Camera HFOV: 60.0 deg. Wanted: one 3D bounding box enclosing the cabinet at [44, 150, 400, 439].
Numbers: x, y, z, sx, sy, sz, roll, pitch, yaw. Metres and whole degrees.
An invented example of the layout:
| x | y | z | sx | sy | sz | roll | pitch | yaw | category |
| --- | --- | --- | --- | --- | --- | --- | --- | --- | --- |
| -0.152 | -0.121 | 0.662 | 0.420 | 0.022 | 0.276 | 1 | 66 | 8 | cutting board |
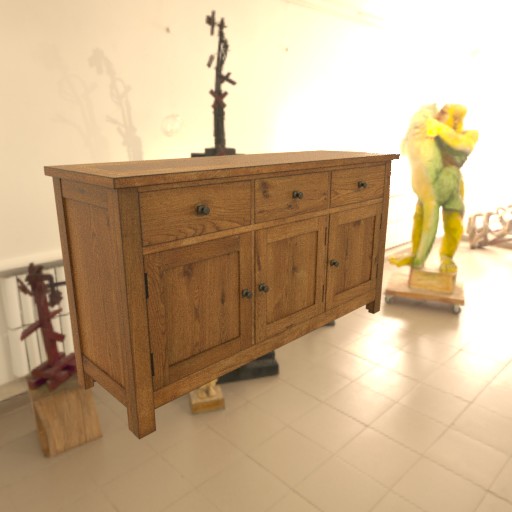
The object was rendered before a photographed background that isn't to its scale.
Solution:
| x | y | z | sx | sy | sz | roll | pitch | yaw | category |
| --- | --- | --- | --- | --- | --- | --- | --- | --- | --- |
| 0.000 | 0.000 | 1.892 | 1.474 | 0.813 | 0.480 | -15 | 22 | -42 | cabinet |
